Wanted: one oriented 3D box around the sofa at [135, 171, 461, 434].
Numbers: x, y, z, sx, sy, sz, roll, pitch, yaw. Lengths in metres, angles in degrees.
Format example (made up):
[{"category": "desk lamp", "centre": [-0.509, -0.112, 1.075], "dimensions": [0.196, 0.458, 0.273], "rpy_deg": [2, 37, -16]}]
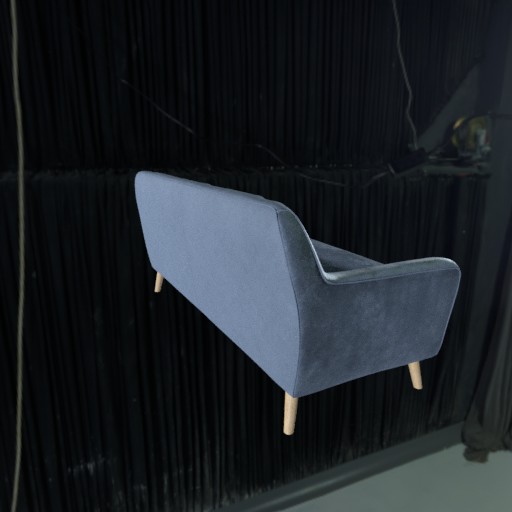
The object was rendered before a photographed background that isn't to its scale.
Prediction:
[{"category": "sofa", "centre": [0.000, 0.000, 2.388], "dimensions": [0.841, 0.832, 1.975], "rpy_deg": [-8, 16, -27]}]
